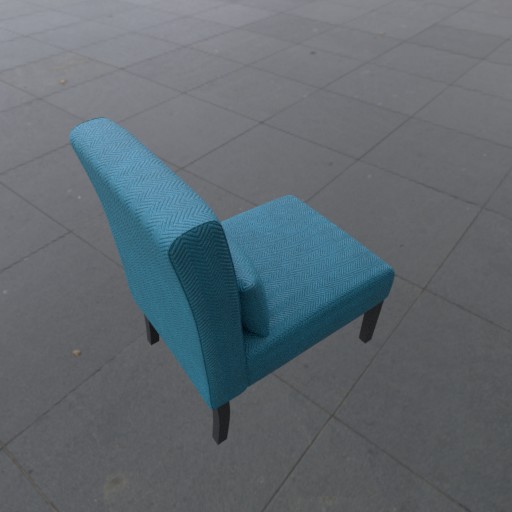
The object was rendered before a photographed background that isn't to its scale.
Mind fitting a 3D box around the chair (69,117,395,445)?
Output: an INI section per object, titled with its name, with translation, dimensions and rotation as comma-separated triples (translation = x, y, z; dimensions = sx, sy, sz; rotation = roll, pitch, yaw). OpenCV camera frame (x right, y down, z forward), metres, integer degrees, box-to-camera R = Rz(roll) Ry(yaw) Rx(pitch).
[chair]
translation = 0.000, 0.000, 1.449
dimensions = 0.808, 0.927, 0.579
rotation = -26, 49, -26
